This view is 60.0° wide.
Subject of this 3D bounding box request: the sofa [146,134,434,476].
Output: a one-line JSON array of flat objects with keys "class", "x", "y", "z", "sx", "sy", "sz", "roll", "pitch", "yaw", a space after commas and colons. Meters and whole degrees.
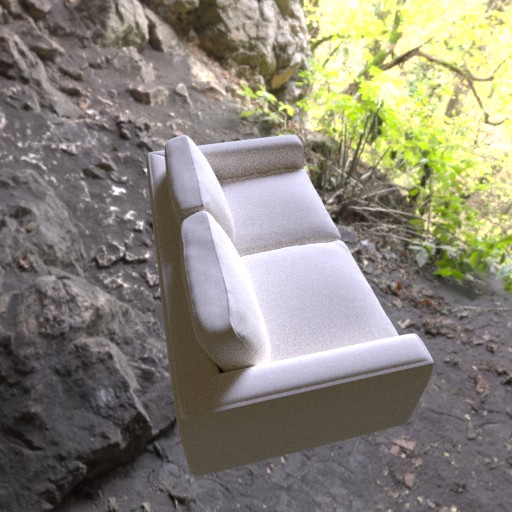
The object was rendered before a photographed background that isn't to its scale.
[{"class": "sofa", "x": 0.000, "y": 0.000, "z": 2.455, "sx": 1.069, "sy": 0.801, "sz": 1.920, "roll": -10, "pitch": 45, "yaw": -10}]
